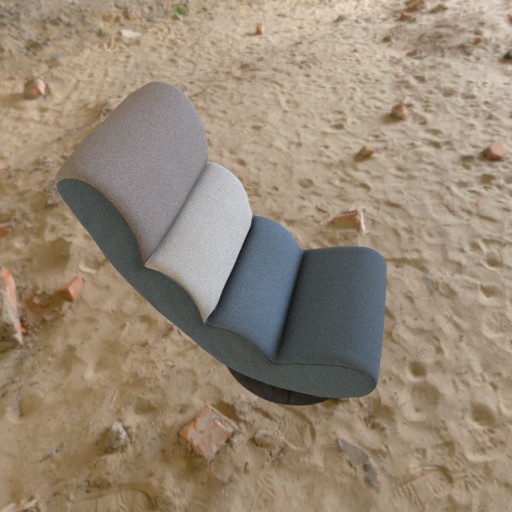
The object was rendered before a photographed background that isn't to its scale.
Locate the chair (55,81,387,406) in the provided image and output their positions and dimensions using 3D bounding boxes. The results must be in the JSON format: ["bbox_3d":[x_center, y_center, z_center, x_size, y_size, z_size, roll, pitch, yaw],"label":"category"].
[{"bbox_3d":[0.000,0.000,1.057,0.661,0.641,0.420,11,47,10],"label":"chair"}]
